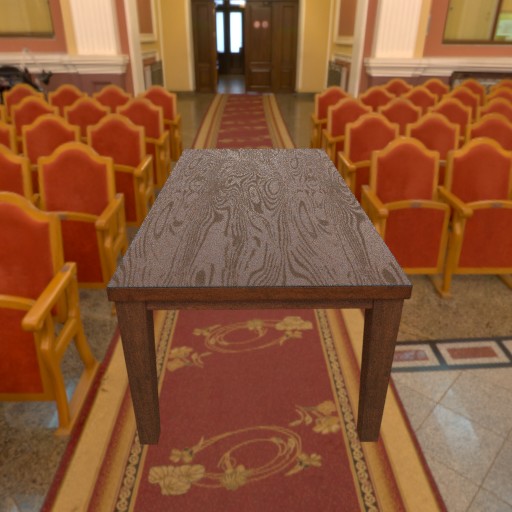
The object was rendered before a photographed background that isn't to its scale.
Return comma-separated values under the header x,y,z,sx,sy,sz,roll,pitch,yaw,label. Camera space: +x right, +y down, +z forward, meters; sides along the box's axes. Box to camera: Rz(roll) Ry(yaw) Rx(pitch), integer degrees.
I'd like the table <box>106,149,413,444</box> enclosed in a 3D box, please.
x,y,z,sx,sy,sz,roll,pitch,yaw,label
0.000,0.000,2.518,1.016,0.762,1.981,0,26,-1,table
